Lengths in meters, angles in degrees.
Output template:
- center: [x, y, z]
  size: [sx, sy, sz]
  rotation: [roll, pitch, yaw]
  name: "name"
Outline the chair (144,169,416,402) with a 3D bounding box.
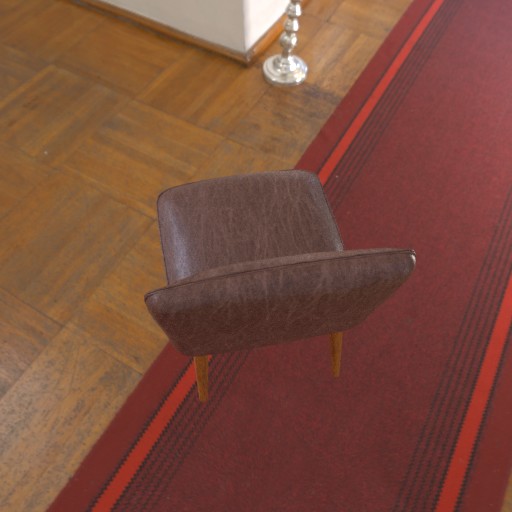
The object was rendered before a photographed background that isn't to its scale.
- center: [0.000, 0.000, 1.232]
  size: [0.543, 0.803, 0.645]
  rotation: [-13, 60, -8]
  name: "chair"
